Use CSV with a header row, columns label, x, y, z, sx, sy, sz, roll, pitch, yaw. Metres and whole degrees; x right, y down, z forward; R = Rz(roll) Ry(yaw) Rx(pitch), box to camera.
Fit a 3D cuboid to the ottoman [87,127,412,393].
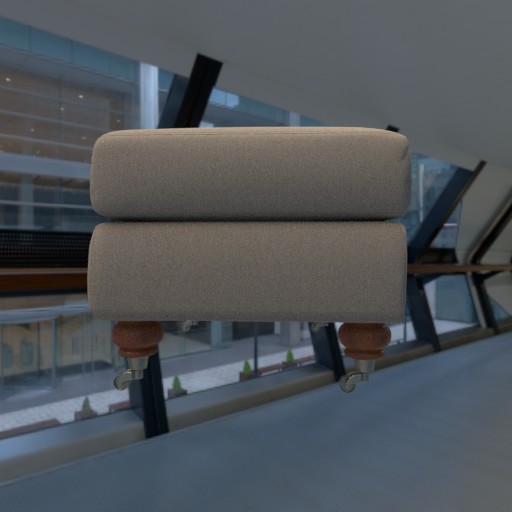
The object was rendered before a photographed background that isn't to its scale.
label,x,y,z,sx,sy,sz,roll,pitch,yaw
ottoman,0.000,0.000,1.121,0.574,0.497,0.773,0,1,2
